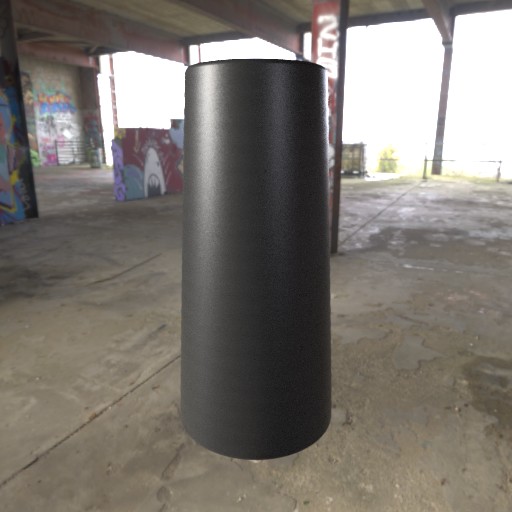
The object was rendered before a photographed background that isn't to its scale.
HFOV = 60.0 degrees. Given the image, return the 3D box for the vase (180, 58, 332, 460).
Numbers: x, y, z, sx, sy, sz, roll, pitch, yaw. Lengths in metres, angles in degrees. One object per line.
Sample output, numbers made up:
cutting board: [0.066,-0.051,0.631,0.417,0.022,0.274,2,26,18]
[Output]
vase: [0.000,0.000,0.369,0.136,0.289,0.136,-14,20,-41]
